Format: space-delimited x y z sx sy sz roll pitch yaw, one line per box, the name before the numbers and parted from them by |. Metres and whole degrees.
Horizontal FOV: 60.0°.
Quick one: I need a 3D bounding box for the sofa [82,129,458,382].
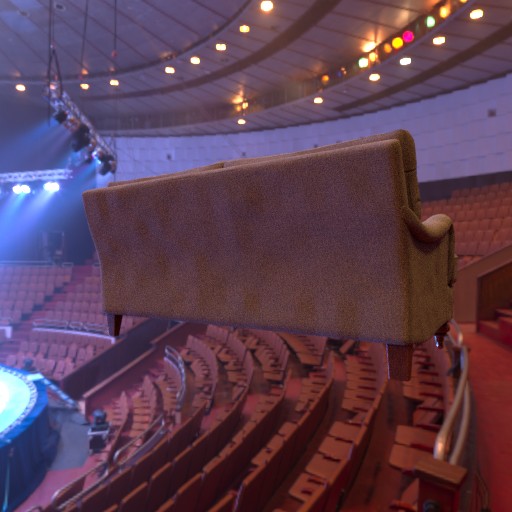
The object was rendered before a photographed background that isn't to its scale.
sofa | 0.000 0.000 2.760 2.193 1.096 1.069 -1 -1 36
